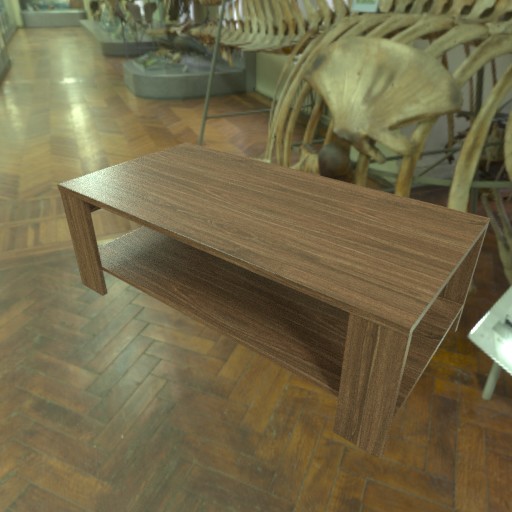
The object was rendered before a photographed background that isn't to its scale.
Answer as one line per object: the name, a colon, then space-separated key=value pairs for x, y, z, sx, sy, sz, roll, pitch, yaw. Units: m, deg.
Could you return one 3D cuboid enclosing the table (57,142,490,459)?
table: x=0.000 y=0.000 z=1.459 sx=1.200 sy=0.400 sz=0.600 roll=22 pitch=37 yaw=32
